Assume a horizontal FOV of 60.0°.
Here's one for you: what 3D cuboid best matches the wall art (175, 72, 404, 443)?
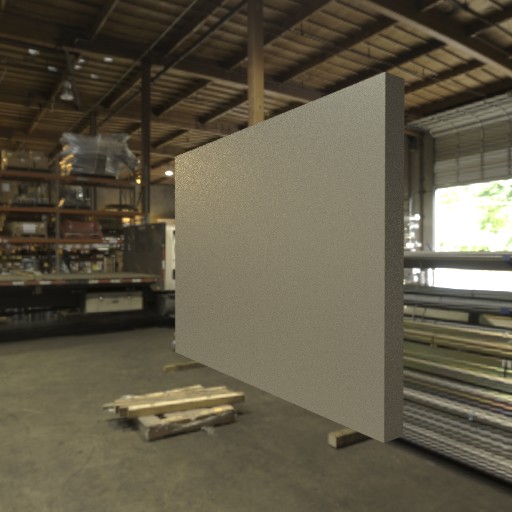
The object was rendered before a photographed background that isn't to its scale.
[{"bbox_3d":[0.000,0.000,1.407,0.066,0.801,1.056,0,1,-35],"label":"wall art"}]
